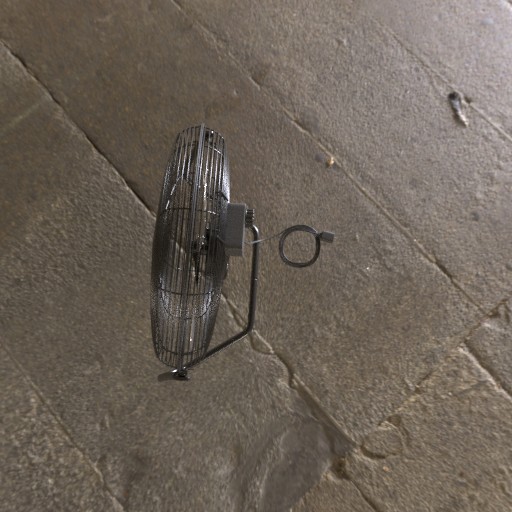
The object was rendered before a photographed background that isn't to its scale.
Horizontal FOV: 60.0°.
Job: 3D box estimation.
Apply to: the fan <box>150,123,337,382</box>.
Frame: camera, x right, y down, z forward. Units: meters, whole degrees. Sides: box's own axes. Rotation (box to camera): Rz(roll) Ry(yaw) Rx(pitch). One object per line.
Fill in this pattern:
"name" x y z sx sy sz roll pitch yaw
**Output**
"fan" 0.000 0.000 1.006 0.470 0.605 0.595 4 76 1
